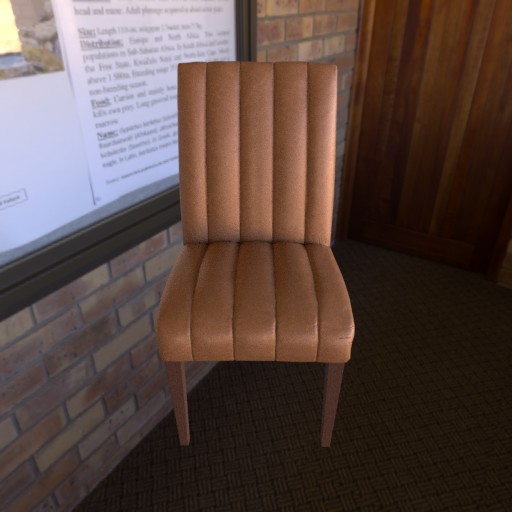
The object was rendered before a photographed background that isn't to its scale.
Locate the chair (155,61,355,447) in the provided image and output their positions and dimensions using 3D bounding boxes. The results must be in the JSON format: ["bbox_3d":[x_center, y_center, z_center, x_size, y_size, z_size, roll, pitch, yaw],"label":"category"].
[{"bbox_3d":[0.000,0.000,1.339,0.511,1.016,0.647,0,31,1],"label":"chair"}]
